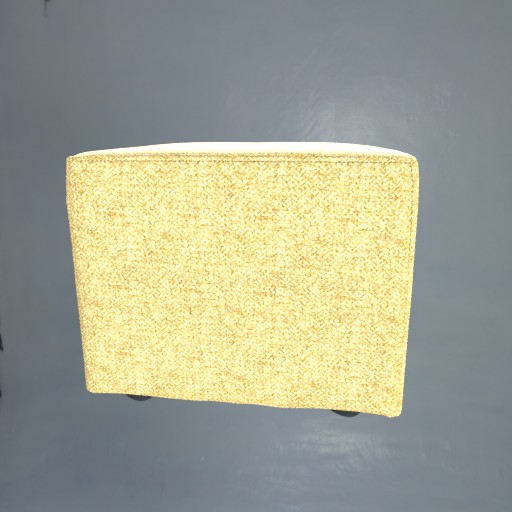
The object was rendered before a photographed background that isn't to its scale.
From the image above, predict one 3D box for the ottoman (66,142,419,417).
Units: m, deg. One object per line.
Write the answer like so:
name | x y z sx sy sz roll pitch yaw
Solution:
ottoman | 0.000 0.000 0.887 0.512 0.441 0.505 2 14 7
